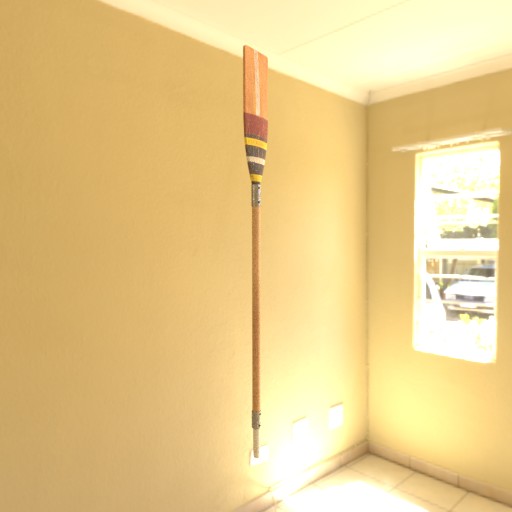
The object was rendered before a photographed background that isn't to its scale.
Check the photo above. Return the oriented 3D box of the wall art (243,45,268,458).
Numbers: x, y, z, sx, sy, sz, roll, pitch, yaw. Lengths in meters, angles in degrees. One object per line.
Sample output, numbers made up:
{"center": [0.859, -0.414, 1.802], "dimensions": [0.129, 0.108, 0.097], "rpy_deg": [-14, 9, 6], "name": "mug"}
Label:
{"center": [0.000, 0.000, 1.695], "dimensions": [0.038, 1.556, 0.146], "rpy_deg": [1, 1, 37], "name": "wall art"}
